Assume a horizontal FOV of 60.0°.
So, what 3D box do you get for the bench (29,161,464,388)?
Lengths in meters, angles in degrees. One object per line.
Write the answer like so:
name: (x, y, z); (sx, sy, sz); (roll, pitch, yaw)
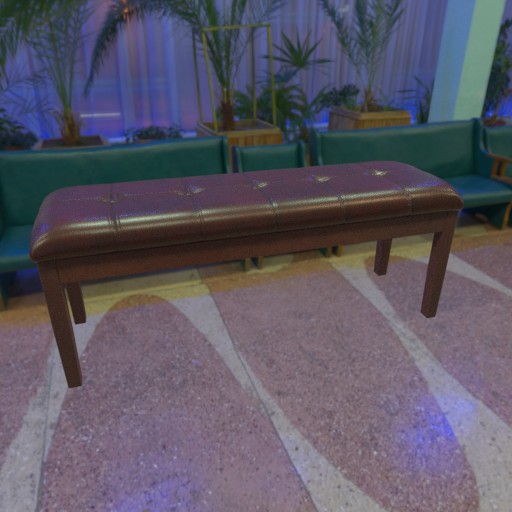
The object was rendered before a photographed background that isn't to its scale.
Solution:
bench: (0.000, 0.000, 1.466); (1.259, 0.491, 0.401); (-8, 28, -15)
